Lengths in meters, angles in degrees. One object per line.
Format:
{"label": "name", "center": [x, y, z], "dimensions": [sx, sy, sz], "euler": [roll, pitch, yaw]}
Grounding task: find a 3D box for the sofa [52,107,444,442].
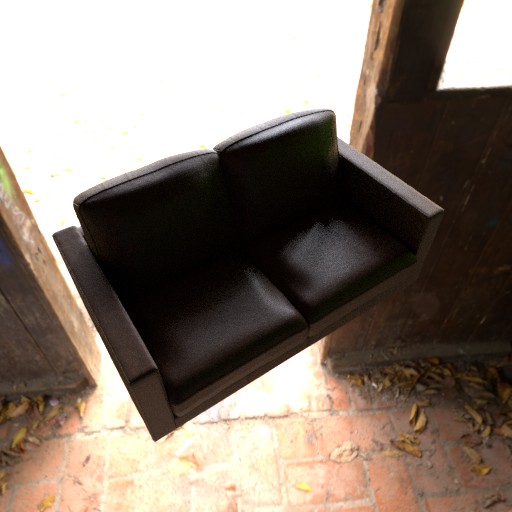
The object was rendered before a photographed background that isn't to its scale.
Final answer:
{"label": "sofa", "center": [0.000, 0.000, 2.154], "dimensions": [1.578, 0.951, 0.909], "euler": [-26, 52, -22]}
